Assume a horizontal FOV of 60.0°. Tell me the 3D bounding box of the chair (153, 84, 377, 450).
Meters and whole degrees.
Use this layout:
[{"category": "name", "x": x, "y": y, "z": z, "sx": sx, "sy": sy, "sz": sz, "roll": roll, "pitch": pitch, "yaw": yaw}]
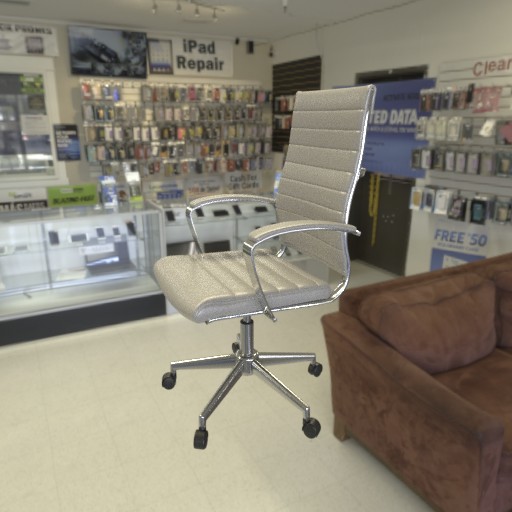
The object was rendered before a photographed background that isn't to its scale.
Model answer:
[{"category": "chair", "x": 0.000, "y": 0.000, "z": 1.600, "sx": 0.667, "sy": 1.149, "sz": 0.679, "roll": -8, "pitch": 19, "yaw": -25}]
